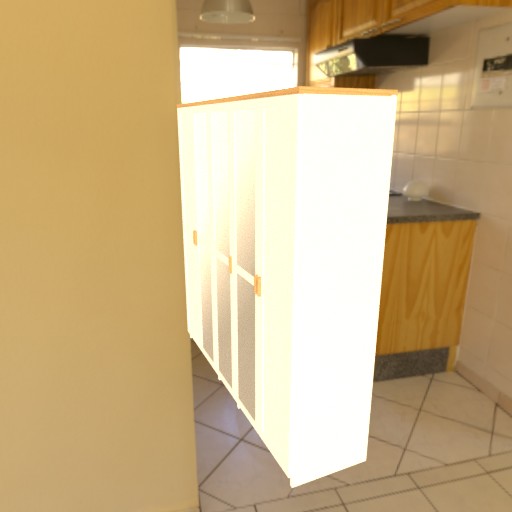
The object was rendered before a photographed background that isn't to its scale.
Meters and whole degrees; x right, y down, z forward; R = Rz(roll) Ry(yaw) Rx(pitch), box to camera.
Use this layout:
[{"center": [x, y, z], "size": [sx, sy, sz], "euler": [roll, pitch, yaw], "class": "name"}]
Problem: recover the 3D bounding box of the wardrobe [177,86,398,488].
[{"center": [0.000, 0.000, 3.382], "size": [0.590, 2.260, 2.160], "euler": [-7, 18, -23], "class": "wardrobe"}]
